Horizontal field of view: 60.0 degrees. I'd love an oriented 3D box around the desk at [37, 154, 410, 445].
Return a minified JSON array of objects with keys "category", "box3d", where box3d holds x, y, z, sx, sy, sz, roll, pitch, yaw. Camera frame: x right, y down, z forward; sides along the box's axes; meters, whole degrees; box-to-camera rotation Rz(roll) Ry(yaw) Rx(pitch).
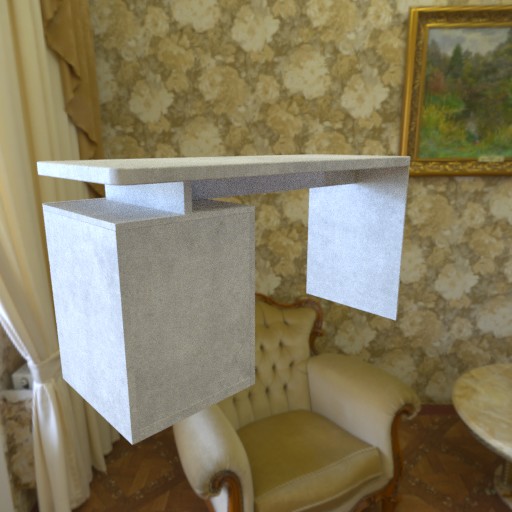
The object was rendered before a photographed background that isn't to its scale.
[{"category":"desk","box3d":[0.000,0.000,1.753,1.400,0.755,0.550,-13,19,-42]}]
